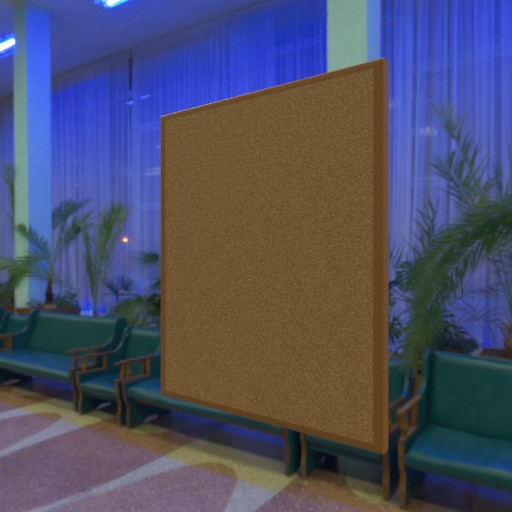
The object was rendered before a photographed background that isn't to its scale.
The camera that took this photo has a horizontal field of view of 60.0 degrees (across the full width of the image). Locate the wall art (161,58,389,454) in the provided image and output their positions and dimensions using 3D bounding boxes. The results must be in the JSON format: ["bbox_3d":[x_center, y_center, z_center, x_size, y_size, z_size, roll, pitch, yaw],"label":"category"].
[{"bbox_3d":[0.000,0.000,0.756,0.452,0.553,0.022,0,0,36],"label":"wall art"}]
